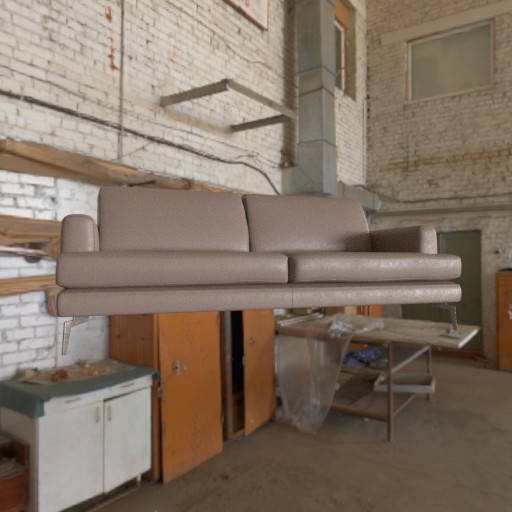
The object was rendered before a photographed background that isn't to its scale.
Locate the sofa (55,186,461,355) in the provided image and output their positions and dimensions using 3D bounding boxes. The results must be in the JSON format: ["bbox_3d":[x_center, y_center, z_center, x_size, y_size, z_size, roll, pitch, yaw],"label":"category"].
[{"bbox_3d":[0.000,0.000,2.423,1.940,0.765,0.974,0,-1,-19],"label":"sofa"}]
